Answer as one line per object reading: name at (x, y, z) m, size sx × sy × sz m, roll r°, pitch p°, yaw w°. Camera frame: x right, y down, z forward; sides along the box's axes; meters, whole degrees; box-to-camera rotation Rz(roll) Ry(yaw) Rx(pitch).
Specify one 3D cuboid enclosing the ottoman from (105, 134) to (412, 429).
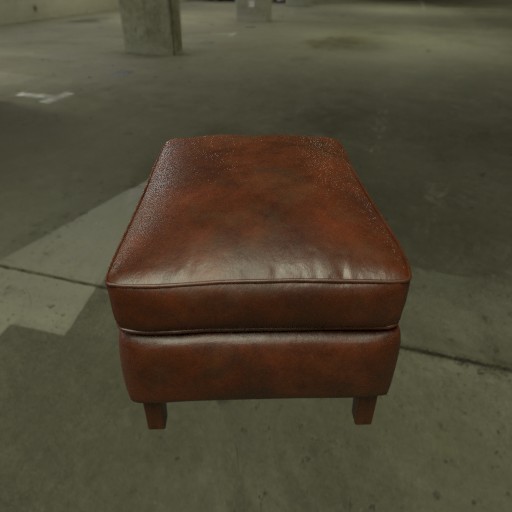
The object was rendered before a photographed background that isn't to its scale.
ottoman at (0.000, 0.000, 0.998) m, size 0.501 × 0.432 × 0.665 m, roll -1°, pitch 33°, yaw -1°
